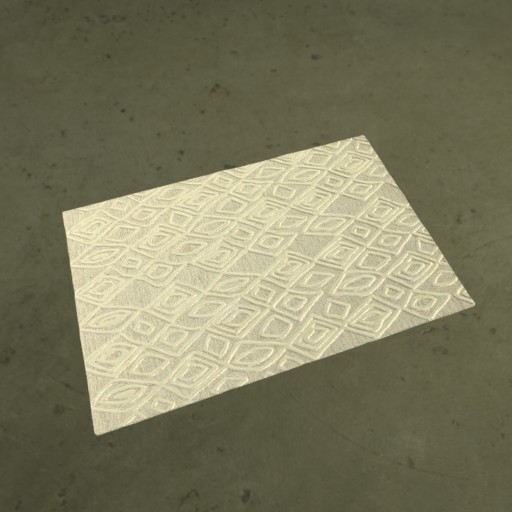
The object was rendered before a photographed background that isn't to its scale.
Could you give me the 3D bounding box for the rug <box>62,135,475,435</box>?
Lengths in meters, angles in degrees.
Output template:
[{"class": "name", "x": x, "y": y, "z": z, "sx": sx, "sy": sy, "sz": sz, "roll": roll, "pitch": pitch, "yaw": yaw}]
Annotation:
[{"class": "rug", "x": 0.000, "y": 0.000, "z": 2.286, "sx": 1.832, "sy": 0.016, "sz": 1.224, "roll": -16, "pitch": 60, "yaw": -10}]
